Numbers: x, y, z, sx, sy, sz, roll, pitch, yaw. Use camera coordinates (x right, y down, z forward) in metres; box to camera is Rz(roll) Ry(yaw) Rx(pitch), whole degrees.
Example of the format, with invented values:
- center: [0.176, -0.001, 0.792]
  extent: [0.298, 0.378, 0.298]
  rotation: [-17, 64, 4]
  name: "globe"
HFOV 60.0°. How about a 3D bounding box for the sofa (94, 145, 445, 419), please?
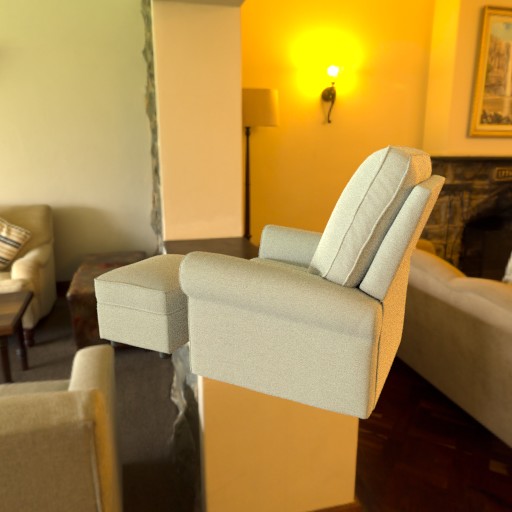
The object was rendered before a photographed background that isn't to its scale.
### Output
- center: [0.000, 0.000, 1.995]
  extent: [1.478, 0.959, 0.880]
  rotation: [6, 15, 25]
  name: "sofa"
